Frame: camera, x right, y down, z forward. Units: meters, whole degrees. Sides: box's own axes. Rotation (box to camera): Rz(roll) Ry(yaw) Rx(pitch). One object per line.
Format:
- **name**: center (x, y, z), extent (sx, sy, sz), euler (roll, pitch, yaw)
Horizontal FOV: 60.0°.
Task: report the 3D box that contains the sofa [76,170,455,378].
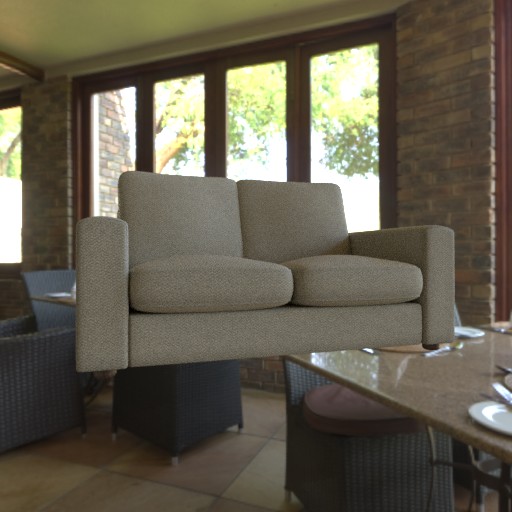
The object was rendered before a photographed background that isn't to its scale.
- **sofa**: center (0.000, 0.000, 2.202), extent (1.616, 0.873, 1.016), euler (0, 0, -19)
